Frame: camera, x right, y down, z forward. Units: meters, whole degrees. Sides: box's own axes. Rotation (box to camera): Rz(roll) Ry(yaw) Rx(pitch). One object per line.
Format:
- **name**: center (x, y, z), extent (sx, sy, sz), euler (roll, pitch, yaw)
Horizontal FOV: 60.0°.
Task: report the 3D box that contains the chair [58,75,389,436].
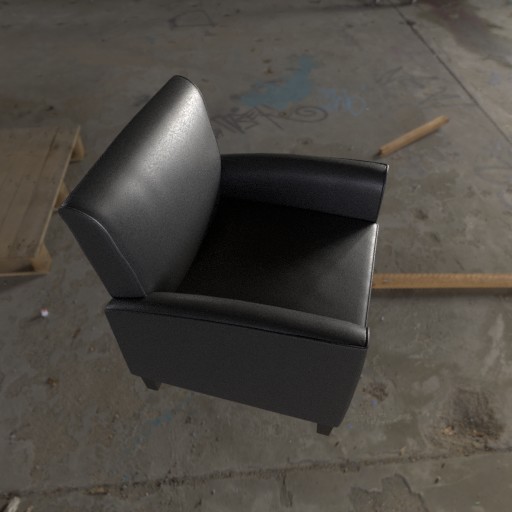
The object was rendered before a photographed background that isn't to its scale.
- **chair**: center (0.000, 0.000, 1.567), extent (0.819, 0.916, 0.820), euler (11, 48, 10)
